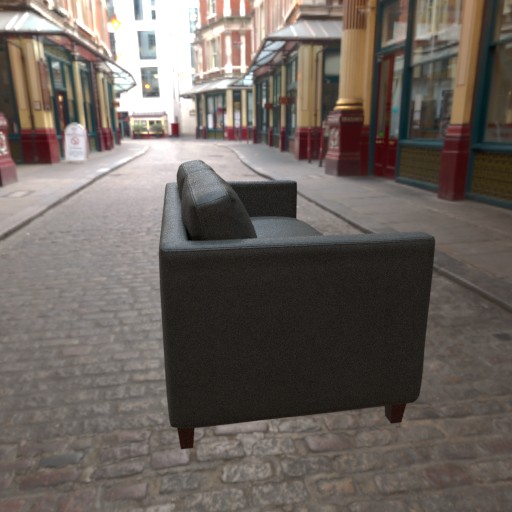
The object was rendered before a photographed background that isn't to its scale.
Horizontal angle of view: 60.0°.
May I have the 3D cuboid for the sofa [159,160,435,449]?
[{"bbox_3d":[0.000,0.000,2.358,0.951,0.933,1.883,-3,16,-10],"label":"sofa"}]
